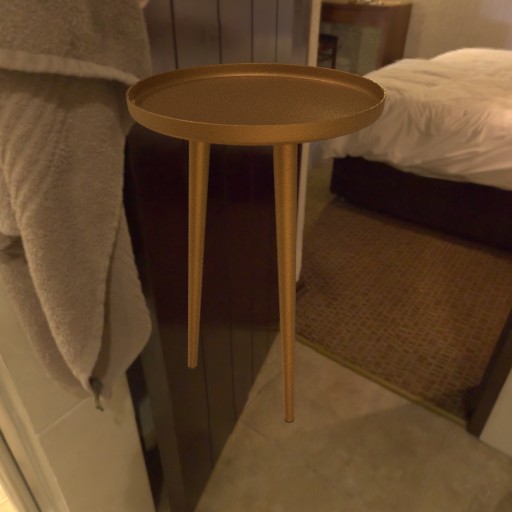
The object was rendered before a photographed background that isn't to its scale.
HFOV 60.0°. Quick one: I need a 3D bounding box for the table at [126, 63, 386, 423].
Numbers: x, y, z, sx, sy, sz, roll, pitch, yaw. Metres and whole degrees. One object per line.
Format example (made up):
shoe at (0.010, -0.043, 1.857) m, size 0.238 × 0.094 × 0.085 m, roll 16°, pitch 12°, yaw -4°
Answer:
table at (0.000, 0.000, 0.656) m, size 0.299 × 0.480 × 0.299 m, roll 0°, pitch 34°, yaw 0°
